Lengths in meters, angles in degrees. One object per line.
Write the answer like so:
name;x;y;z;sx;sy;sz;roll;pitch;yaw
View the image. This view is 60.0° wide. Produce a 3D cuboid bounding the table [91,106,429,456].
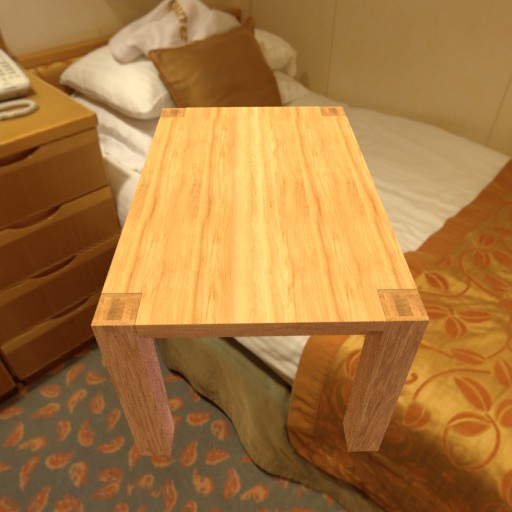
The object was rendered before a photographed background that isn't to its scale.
table;0.000;0.000;1.949;0.900;0.760;1.400;-1;41;-1
